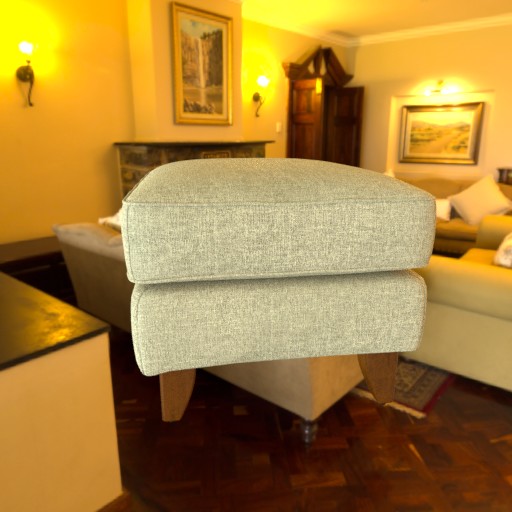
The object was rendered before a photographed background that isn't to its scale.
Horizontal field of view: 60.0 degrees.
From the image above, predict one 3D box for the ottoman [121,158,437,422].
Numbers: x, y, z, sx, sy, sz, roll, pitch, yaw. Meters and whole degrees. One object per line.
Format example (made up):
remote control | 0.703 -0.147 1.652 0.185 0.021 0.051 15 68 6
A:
ottoman | 0.000 0.000 1.316 0.661 0.561 0.889 -2 15 -9
